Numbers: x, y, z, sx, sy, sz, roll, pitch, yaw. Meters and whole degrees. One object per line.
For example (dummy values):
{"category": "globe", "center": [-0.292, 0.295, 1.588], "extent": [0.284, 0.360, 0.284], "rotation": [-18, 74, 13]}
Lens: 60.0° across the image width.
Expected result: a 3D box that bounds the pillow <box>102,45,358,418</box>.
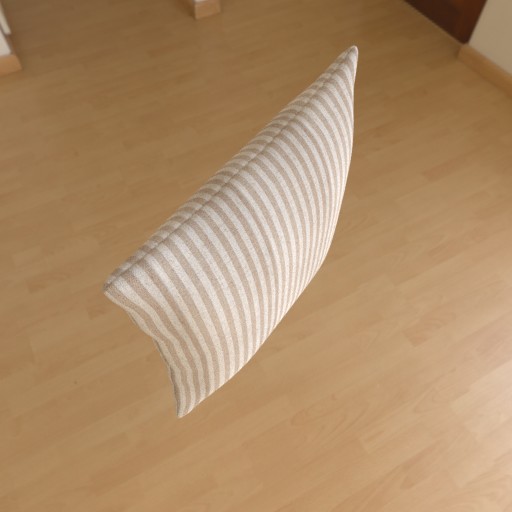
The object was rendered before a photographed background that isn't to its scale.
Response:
{"category": "pillow", "center": [0.000, 0.000, 0.766], "extent": [0.166, 0.510, 0.523], "rotation": [32, 63, 18]}
